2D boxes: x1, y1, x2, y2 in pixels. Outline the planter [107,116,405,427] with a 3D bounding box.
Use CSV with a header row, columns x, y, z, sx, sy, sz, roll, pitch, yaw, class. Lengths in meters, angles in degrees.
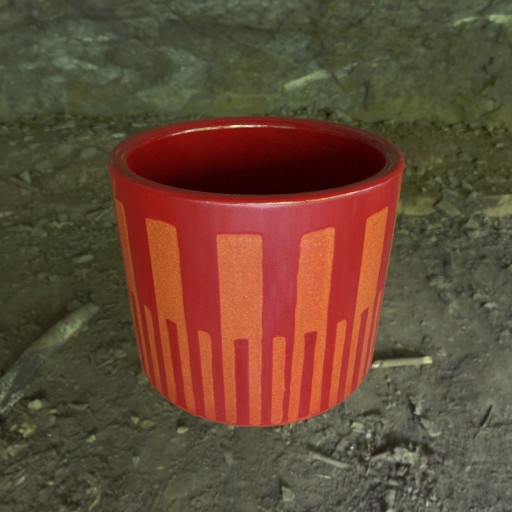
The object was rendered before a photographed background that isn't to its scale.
x,y,z,sx,sy,sz,roll,pitch,yaw,class
0.000,0.000,0.403,0.230,0.202,0.230,0,29,0,planter
